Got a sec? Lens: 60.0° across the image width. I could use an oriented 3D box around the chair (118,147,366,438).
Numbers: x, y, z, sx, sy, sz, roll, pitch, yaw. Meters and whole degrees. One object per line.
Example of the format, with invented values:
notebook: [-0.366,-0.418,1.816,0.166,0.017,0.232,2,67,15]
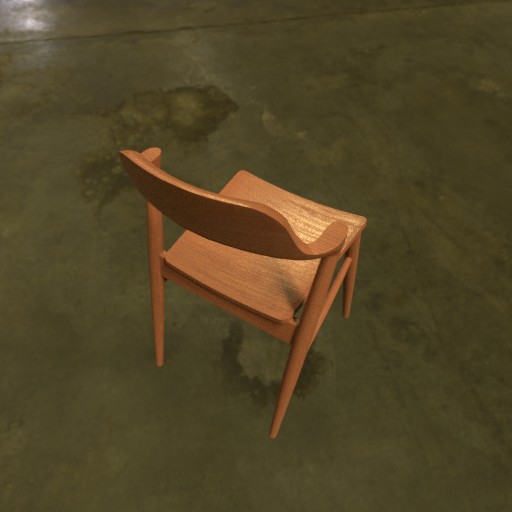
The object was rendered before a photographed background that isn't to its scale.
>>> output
chair: [0.000,0.000,1.157,0.496,0.801,0.499,25,52,21]
